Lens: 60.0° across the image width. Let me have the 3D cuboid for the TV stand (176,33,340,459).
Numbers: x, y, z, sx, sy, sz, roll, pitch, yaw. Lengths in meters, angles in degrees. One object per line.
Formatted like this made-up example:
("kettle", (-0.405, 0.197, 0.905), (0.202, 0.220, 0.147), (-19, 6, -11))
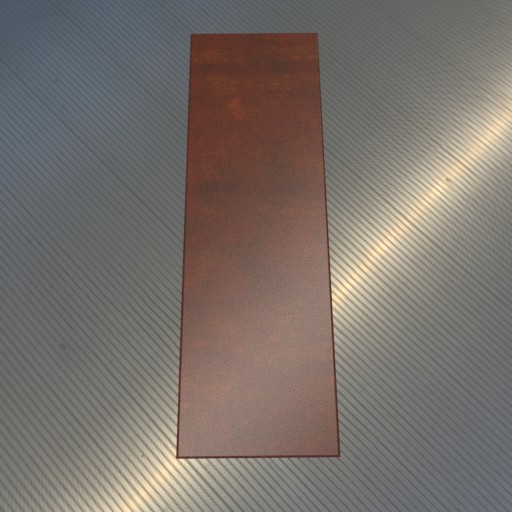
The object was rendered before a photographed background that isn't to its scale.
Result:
("TV stand", (0.000, 0.000, 1.811), (0.445, 0.915, 1.372), (-1, 75, 0))
